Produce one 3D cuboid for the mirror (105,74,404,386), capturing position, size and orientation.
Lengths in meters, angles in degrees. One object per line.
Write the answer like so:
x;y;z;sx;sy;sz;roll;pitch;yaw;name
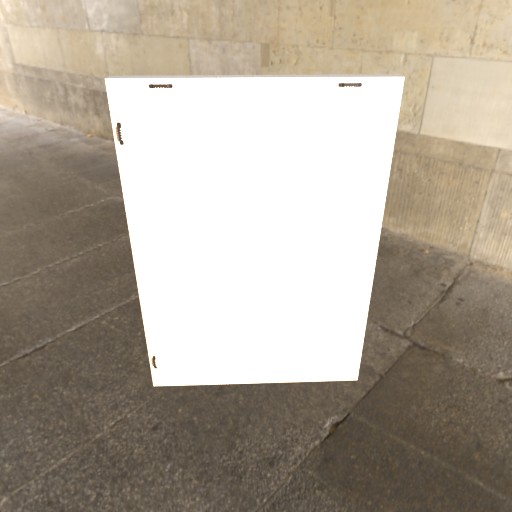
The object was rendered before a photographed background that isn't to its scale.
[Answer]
0.000;0.000;0.937;0.507;0.710;0.040;-1;30;-2;mirror
